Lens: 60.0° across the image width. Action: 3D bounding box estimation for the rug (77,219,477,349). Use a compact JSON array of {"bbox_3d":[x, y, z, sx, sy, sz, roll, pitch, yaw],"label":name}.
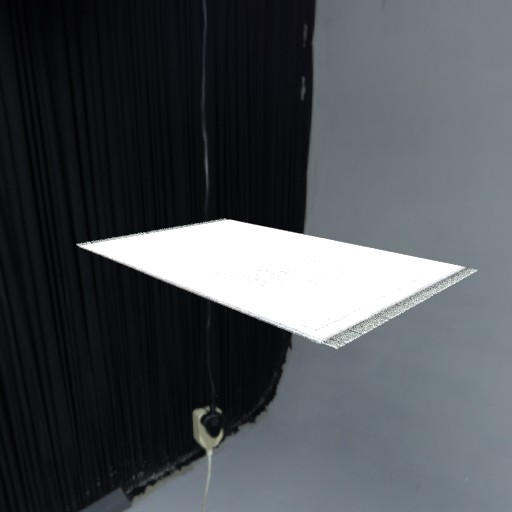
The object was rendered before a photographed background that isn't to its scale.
[{"bbox_3d":[0.000,0.000,3.108,1.528,0.010,2.440,-15,21,-43],"label":"rug"}]
